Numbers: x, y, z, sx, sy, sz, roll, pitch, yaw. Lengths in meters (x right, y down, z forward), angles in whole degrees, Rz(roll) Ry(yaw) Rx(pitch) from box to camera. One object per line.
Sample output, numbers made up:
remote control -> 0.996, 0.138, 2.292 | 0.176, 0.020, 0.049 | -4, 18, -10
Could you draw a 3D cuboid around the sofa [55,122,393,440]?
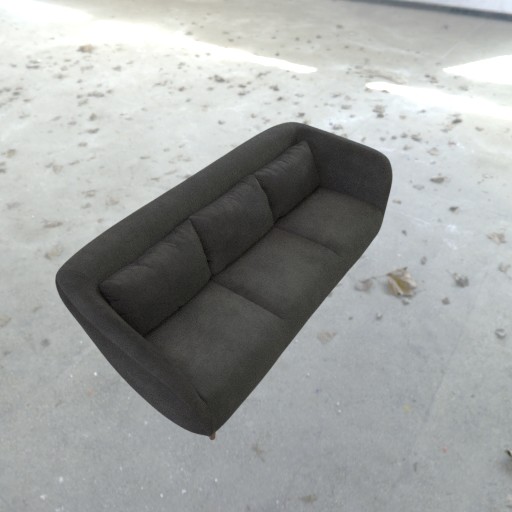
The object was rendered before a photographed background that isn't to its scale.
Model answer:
sofa -> 0.000, 0.000, 2.769 | 0.956, 0.875, 2.296 | 25, 46, 26
